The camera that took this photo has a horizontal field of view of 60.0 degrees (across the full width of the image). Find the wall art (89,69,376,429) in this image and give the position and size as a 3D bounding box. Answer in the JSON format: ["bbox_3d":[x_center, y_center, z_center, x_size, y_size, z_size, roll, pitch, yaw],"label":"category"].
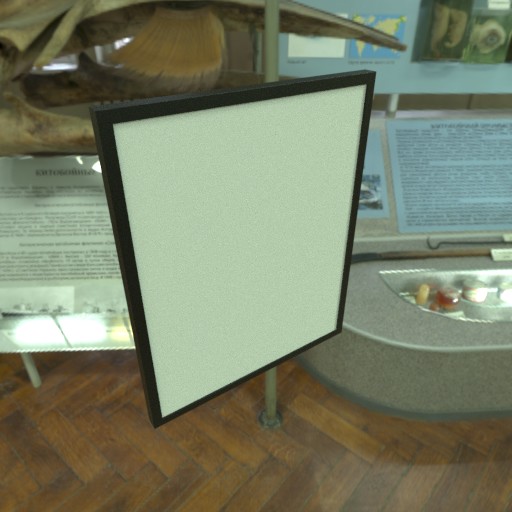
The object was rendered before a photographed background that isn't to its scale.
[{"bbox_3d":[0.000,0.000,0.545,0.325,0.397,0.018,-20,37,-29],"label":"wall art"}]
